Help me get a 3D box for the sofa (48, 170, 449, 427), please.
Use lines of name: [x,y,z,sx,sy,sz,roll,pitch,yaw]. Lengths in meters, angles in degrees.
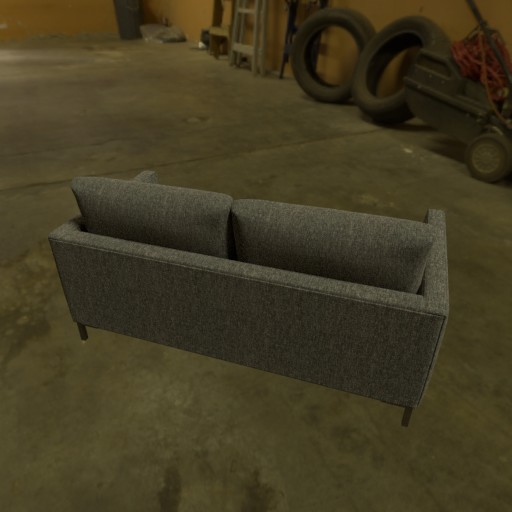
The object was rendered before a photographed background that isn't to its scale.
sofa: [0.000,0.000,2.186,1.716,0.862,0.866,10,33,16]
